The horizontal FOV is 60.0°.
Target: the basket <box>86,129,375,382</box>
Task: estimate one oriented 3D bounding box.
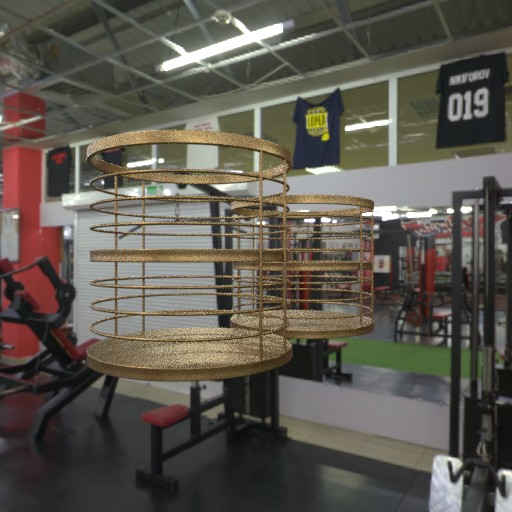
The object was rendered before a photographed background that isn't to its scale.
[{"bbox_3d":[0.000,0.000,0.952,0.356,0.351,0.746,0,0,35],"label":"basket"}]
